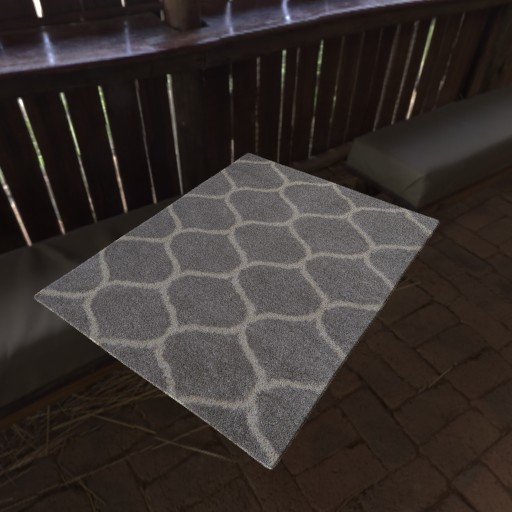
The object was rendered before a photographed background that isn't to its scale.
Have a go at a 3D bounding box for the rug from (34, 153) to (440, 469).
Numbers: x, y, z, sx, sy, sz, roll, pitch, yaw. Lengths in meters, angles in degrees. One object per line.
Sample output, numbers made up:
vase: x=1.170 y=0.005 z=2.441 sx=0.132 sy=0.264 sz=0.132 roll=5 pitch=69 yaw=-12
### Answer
rug: x=0.000 y=0.000 z=4.049 sx=2.399 sy=0.026 sz=3.000 roll=26 pitch=48 yaw=26
